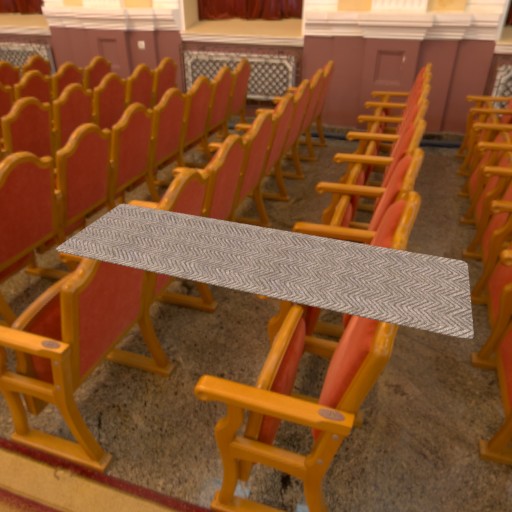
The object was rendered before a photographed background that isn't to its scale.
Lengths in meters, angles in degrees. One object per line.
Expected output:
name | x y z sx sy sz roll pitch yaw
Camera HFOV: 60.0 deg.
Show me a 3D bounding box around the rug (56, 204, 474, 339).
rug | 0.000 0.000 2.555 2.286 0.008 0.686 11 33 17
